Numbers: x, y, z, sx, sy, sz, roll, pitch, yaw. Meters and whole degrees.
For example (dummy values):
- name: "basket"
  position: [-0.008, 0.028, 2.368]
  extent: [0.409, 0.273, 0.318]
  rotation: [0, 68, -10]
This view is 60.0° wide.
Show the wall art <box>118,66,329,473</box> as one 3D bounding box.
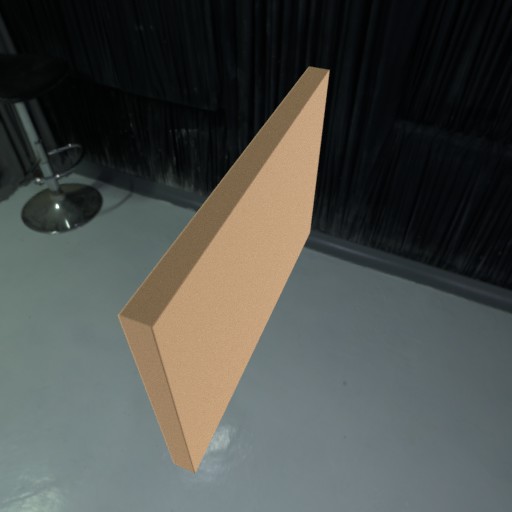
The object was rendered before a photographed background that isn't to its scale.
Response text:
- name: "wall art"
  position: [0.000, 0.000, 0.766]
  extent: [0.039, 0.407, 0.609]
  rotation: [17, 49, 15]
